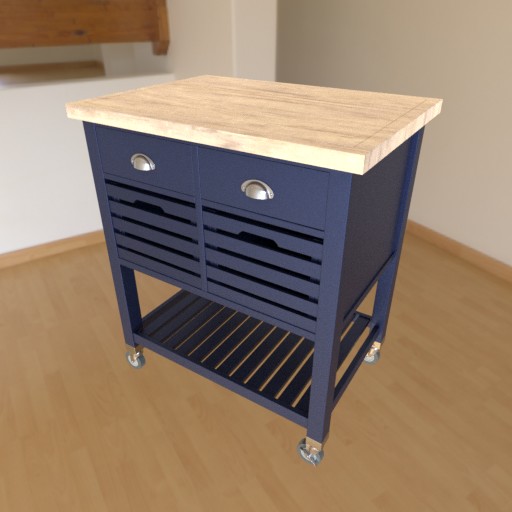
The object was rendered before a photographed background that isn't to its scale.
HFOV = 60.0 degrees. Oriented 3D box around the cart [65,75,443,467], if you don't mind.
[{"bbox_3d":[0.000,0.000,1.369,0.797,0.920,0.567,18,35,28],"label":"cart"}]
